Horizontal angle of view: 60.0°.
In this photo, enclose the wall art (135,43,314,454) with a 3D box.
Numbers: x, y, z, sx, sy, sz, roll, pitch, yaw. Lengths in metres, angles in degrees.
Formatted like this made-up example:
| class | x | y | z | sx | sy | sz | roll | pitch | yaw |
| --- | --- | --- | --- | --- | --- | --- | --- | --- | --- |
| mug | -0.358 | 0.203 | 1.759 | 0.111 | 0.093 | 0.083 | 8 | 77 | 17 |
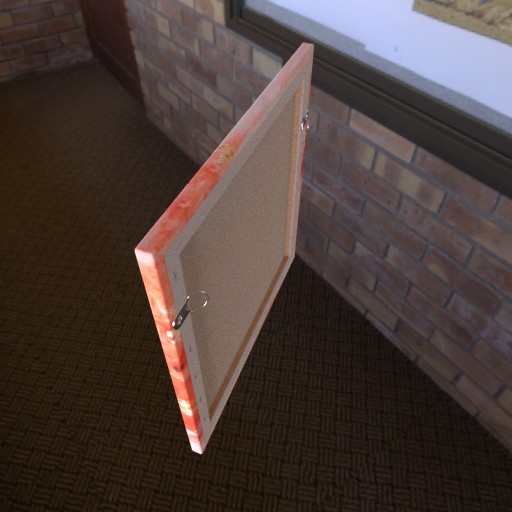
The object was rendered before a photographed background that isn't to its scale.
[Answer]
| class | x | y | z | sx | sy | sz | roll | pitch | yaw |
| --- | --- | --- | --- | --- | --- | --- | --- | --- | --- |
| wall art | 0.000 | 0.000 | 1.290 | 0.066 | 0.878 | 0.878 | 16 | 49 | 15 |
